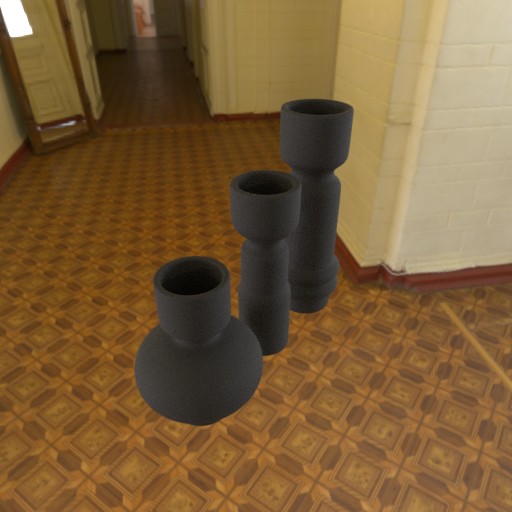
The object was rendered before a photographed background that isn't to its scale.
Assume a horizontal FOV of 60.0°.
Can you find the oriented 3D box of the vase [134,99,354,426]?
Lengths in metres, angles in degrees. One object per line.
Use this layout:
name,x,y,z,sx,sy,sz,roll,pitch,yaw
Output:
vase,0.000,0.000,0.446,0.120,0.249,0.307,20,37,29
